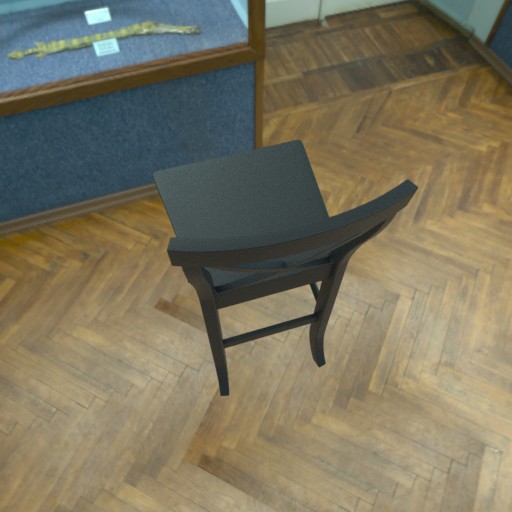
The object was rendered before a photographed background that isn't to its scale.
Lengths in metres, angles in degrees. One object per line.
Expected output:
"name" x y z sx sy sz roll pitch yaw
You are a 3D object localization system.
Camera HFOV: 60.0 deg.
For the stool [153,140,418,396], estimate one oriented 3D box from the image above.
"stool" 0.000 0.000 1.275 0.452 0.989 0.559 -15 59 -9
